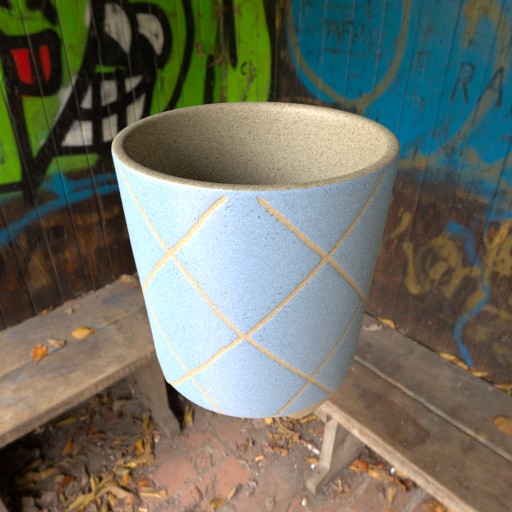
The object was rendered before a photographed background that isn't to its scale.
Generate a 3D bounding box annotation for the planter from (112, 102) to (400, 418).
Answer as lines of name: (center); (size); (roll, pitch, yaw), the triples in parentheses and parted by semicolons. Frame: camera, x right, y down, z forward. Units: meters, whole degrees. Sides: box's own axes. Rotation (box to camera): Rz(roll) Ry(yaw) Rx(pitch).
planter: (0.000, 0.000, 0.422); (0.227, 0.235, 0.227); (0, 32, 0)
